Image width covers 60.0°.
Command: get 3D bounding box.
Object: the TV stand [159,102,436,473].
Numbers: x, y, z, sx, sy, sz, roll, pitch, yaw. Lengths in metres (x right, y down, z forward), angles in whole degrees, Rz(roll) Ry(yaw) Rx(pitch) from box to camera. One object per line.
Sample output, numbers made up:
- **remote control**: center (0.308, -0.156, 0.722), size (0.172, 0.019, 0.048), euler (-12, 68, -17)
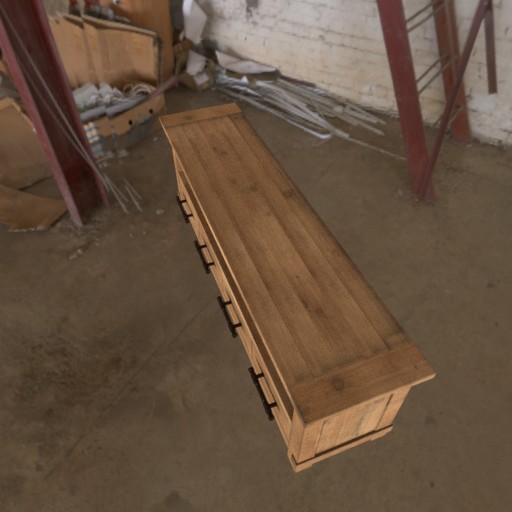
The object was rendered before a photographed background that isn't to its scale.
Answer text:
- **TV stand**: center (0.000, 0.000, 2.047), size (0.453, 0.573, 1.804), euler (-16, 48, -15)
